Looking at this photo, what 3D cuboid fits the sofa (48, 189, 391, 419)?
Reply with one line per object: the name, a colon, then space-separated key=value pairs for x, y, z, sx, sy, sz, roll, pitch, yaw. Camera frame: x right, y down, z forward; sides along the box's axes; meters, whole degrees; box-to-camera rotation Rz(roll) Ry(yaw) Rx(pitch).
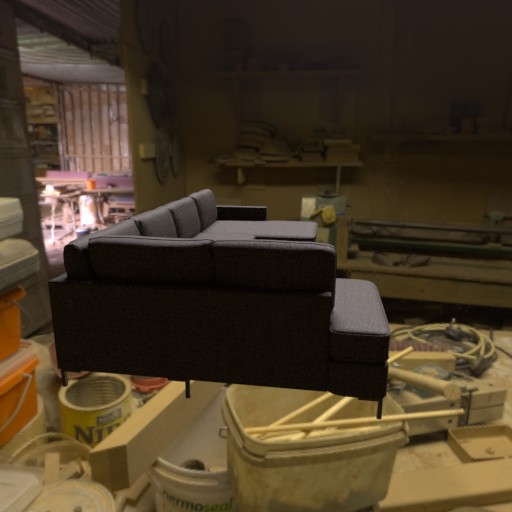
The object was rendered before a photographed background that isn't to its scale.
sofa: x=0.000 y=0.000 z=4.198 sx=2.048 sy=0.999 sz=3.423 roll=2 pitch=15 yaw=9
